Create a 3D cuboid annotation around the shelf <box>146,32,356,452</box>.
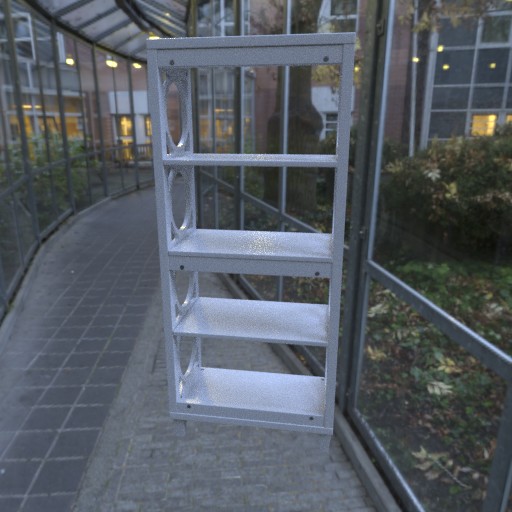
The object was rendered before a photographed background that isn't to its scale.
[{"bbox_3d":[0.000,0.000,1.627,0.611,1.411,0.340,3,16,9],"label":"shelf"}]
